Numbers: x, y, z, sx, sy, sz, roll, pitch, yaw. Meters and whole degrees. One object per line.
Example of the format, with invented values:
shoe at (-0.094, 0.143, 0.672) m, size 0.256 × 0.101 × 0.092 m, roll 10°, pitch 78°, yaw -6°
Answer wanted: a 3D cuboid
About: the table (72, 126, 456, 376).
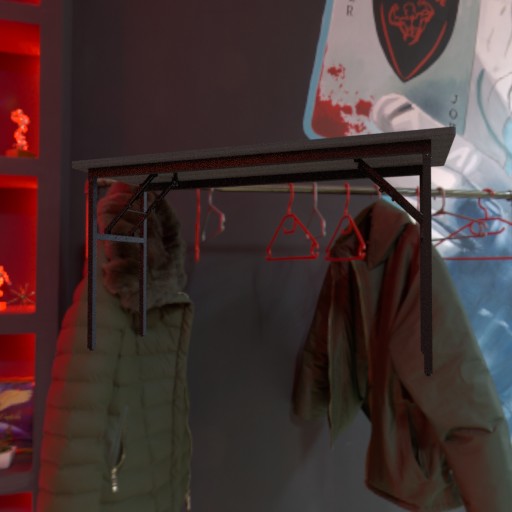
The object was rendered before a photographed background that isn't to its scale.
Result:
table at (0.000, 0.000, 1.738) m, size 1.399 × 0.750 × 0.449 m, roll 0°, pitch -1°, yaw 19°
